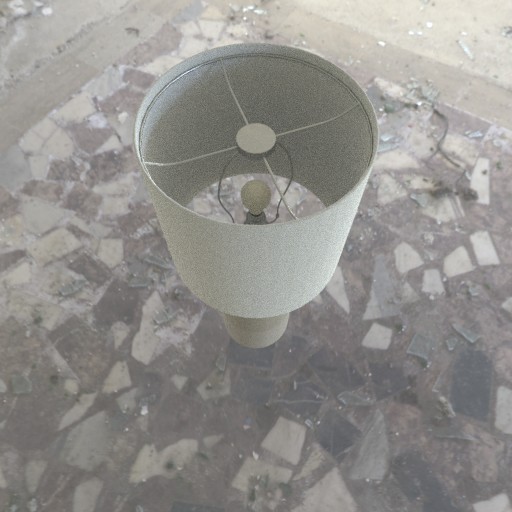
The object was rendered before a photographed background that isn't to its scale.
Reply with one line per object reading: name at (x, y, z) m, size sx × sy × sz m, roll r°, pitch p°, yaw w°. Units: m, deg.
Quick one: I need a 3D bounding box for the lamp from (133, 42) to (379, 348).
lamp at (0.000, 0.000, 0.601) m, size 0.212 × 0.493 × 0.212 m, roll -18°, pitch 64°, yaw -9°
